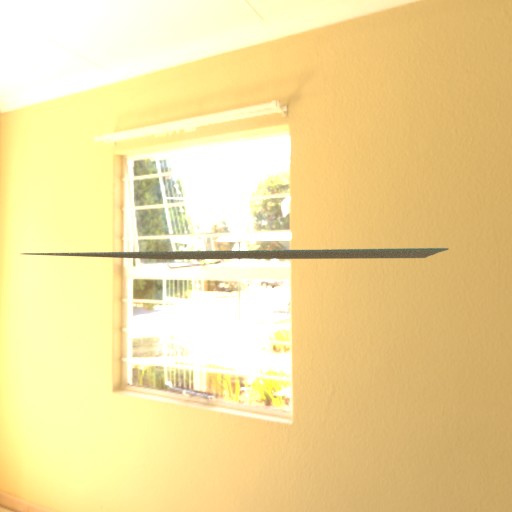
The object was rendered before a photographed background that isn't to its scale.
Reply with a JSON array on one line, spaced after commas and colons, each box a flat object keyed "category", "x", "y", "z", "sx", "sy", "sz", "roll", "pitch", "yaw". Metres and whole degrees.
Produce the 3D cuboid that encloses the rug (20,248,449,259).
[{"category": "rug", "x": 0.000, "y": 0.000, "z": 4.006, "sx": 2.980, "sy": 0.012, "sz": 2.363, "roll": 0, "pitch": -2, "yaw": 18}]
